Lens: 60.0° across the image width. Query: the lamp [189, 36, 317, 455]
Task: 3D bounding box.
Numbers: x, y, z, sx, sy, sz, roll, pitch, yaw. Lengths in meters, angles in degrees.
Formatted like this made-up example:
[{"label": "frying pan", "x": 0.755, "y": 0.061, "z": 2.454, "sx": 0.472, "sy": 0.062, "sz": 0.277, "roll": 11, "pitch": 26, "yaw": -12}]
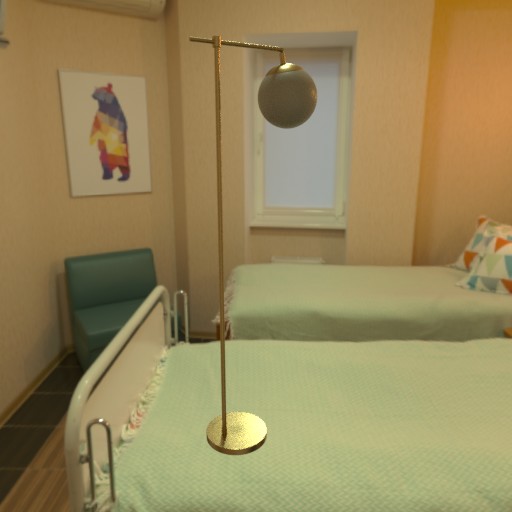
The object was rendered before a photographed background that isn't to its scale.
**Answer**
[{"label": "lamp", "x": 0.000, "y": 0.000, "z": 1.692, "sx": 0.476, "sy": 1.505, "sz": 0.249, "roll": -7, "pitch": 16, "yaw": -27}]
